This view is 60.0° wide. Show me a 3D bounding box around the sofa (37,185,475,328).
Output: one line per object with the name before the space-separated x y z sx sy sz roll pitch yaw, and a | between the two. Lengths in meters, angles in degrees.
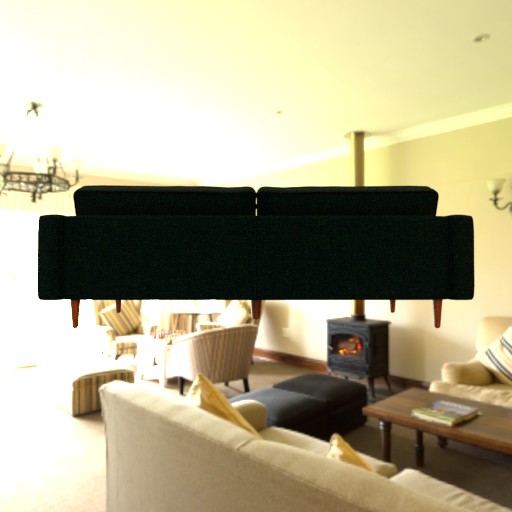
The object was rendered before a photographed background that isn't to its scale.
sofa | 0.000 0.000 2.674 2.210 0.762 0.914 0 -1 0
